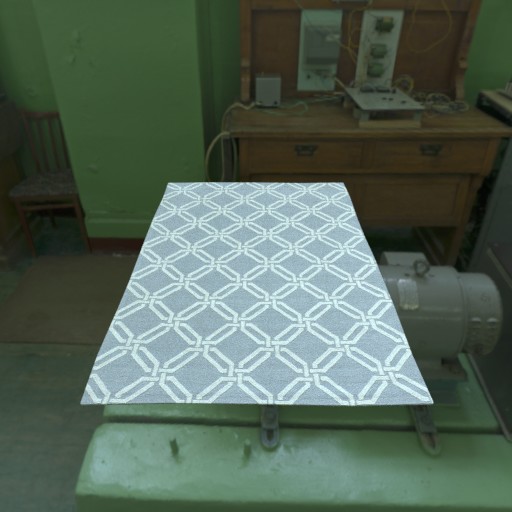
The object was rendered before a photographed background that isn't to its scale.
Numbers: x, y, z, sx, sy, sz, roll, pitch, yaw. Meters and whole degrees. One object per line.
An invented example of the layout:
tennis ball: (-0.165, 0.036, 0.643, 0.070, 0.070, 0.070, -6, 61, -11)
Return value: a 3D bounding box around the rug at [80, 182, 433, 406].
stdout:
rug: (0.000, 0.000, 2.150, 1.148, 0.010, 1.754, 0, 33, 0)
